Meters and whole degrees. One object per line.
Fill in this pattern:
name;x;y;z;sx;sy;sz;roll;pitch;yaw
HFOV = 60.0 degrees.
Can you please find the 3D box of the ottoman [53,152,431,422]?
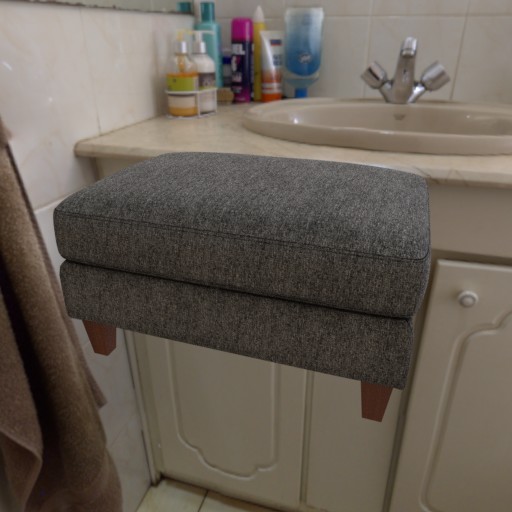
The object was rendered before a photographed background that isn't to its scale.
ottoman;0.000;0.000;1.223;0.864;0.483;0.584;8;27;17
